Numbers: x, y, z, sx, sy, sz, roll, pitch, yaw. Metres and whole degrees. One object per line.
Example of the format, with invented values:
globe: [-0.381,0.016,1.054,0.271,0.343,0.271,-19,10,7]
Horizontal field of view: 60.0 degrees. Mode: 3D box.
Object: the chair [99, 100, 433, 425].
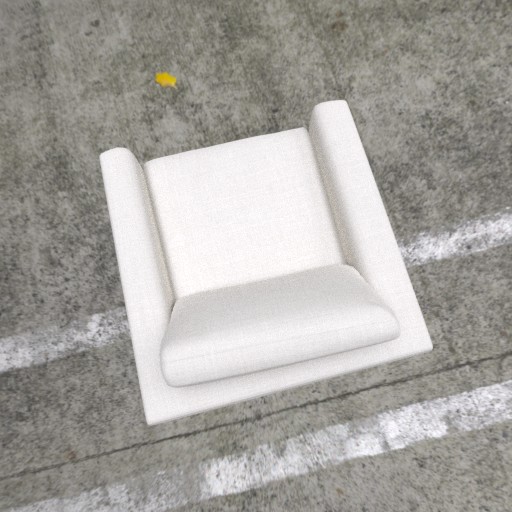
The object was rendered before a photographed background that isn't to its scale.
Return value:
chair: [0.000,0.000,1.875,1.070,0.876,1.100,-14,76,-4]
